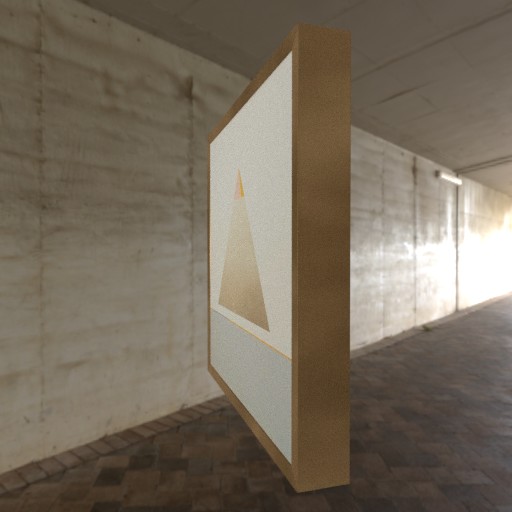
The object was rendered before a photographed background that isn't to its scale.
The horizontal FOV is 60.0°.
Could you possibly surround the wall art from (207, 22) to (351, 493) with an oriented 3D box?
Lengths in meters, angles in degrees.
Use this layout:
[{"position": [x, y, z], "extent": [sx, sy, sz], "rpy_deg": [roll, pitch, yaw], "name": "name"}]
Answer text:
[{"position": [0.000, 0.000, 0.437], "extent": [0.038, 0.303, 0.305], "rpy_deg": [0, 1, -17], "name": "wall art"}]
